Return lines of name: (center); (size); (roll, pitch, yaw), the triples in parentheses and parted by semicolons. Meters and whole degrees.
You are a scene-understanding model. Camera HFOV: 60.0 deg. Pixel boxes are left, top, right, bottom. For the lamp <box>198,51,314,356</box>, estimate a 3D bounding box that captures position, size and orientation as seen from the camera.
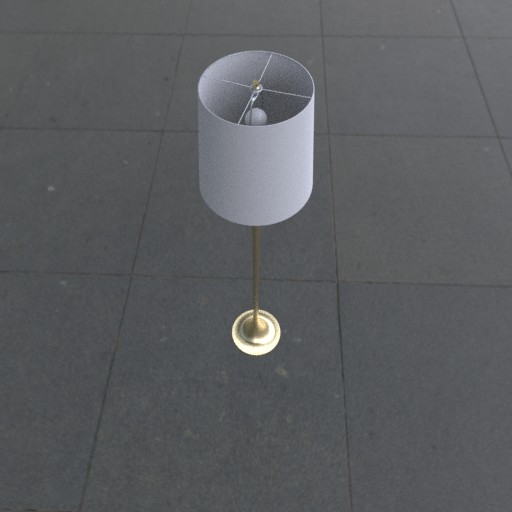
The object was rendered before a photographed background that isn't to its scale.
lamp: (0.000, 0.000, 1.689); (0.337, 1.543, 0.337); (0, 58, 0)
